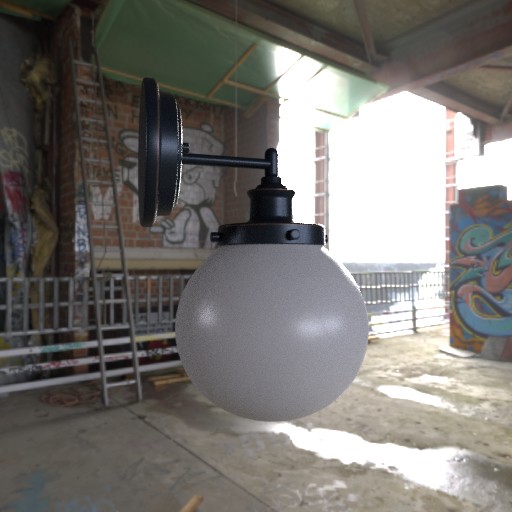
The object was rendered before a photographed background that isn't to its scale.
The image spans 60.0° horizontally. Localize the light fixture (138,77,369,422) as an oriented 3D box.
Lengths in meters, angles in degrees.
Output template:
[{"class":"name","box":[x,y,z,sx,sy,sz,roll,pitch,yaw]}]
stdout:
[{"class":"light fixture","box":[0.000,0.000,0.458,0.230,0.332,0.197,0,-1,-17]}]
